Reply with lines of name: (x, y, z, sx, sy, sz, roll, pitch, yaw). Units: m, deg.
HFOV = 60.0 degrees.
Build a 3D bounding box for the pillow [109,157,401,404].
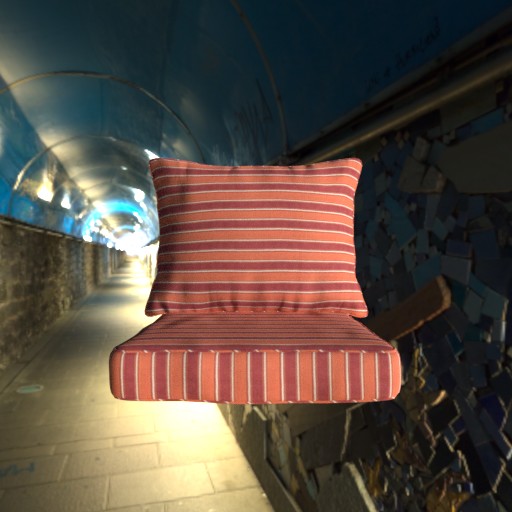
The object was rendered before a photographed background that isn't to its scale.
pillow: (0.000, 0.000, 1.371, 0.799, 0.723, 0.733, 0, 1, 0)
